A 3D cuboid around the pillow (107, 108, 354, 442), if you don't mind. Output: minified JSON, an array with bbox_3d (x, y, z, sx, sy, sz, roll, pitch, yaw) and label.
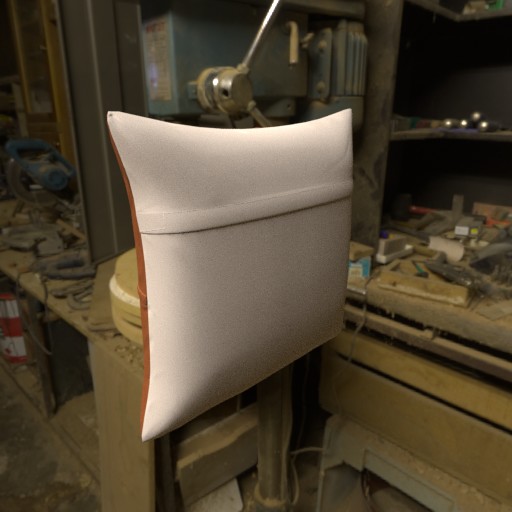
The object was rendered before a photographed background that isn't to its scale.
[{"bbox_3d":[0.000,0.000,0.759,0.501,0.477,0.192,-18,25,-42],"label":"pillow"}]
